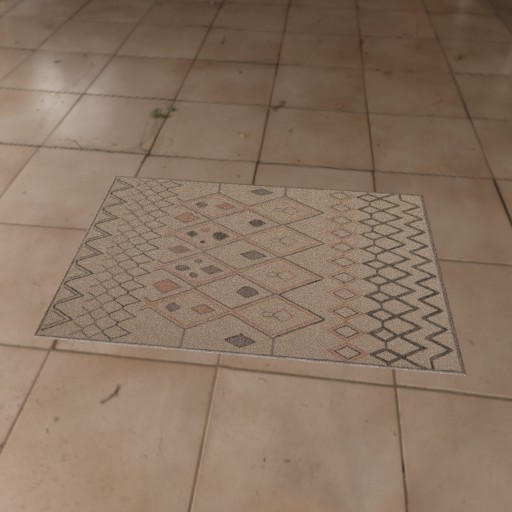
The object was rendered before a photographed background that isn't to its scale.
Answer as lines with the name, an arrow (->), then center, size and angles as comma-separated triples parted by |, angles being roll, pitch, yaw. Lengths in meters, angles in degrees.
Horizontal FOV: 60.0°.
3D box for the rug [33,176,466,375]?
rug -> 0.000, 0.000, 2.992 | 2.438, 0.015, 1.524 | 4, 47, 4
